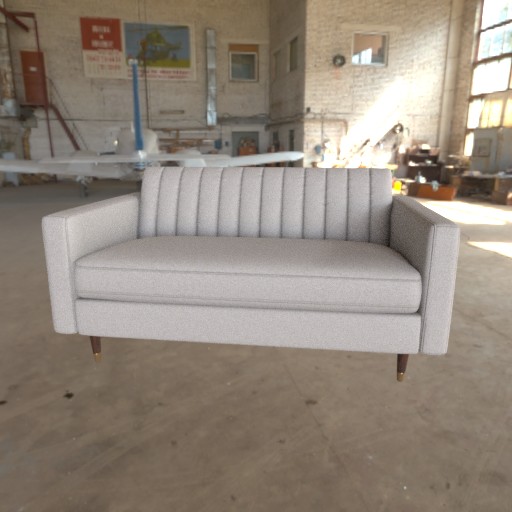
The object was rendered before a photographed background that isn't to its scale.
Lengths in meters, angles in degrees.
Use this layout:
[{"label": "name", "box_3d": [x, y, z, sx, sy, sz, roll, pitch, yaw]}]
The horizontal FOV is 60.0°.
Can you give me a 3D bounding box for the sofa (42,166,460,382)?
[{"label": "sofa", "box_3d": [0.000, 0.000, 2.125, 1.585, 0.801, 0.950, 2, 14, 7]}]
